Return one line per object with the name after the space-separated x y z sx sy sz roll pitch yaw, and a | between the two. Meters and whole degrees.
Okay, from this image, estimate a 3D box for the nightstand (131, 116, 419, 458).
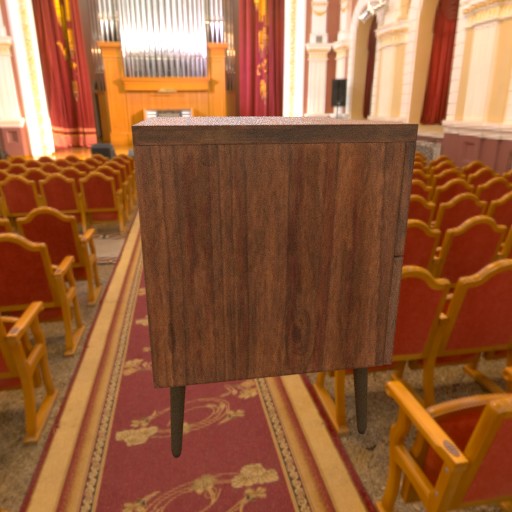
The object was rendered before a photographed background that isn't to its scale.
0.000 0.000 1.035 0.458 0.610 0.610 -3 19 -9 | nightstand
